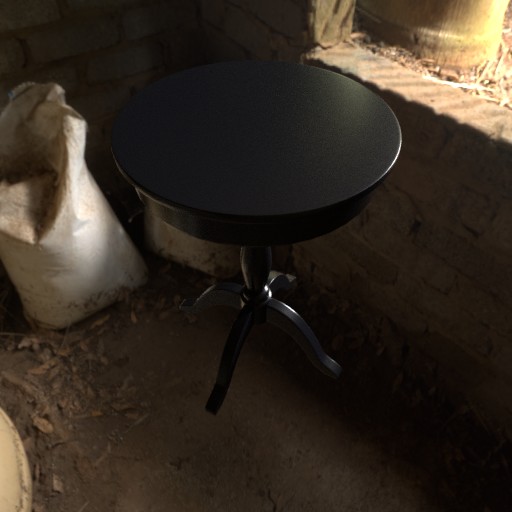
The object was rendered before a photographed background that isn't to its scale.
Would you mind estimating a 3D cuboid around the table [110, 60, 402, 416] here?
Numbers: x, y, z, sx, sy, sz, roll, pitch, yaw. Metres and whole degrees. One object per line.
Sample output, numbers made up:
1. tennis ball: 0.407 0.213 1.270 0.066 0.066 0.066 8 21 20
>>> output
1. table: 0.000 0.000 0.984 0.481 0.665 0.481 0 47 0
